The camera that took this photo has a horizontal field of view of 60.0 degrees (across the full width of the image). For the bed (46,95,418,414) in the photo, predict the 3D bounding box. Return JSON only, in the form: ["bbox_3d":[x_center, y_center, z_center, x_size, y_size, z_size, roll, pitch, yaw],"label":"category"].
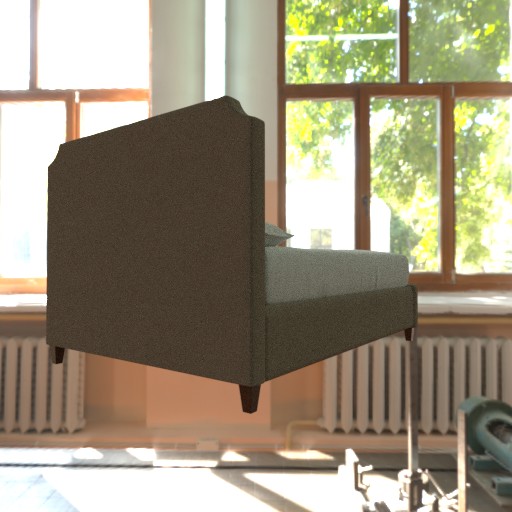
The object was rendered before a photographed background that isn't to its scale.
[{"bbox_3d":[0.000,0.000,3.328,1.703,1.415,2.329,-1,-1,36],"label":"bed"}]
